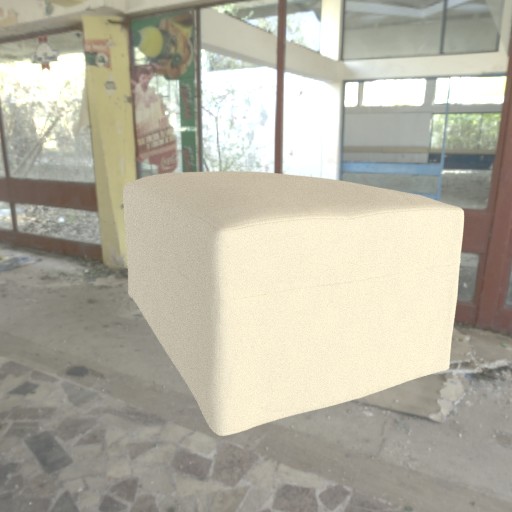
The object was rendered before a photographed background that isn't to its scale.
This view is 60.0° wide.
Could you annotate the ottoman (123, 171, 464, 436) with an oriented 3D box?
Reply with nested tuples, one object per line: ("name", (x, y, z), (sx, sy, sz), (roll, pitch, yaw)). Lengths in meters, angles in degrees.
("ottoman", (0.000, 0.000, 1.217), (0.590, 0.444, 0.872), (-7, 16, -25))
